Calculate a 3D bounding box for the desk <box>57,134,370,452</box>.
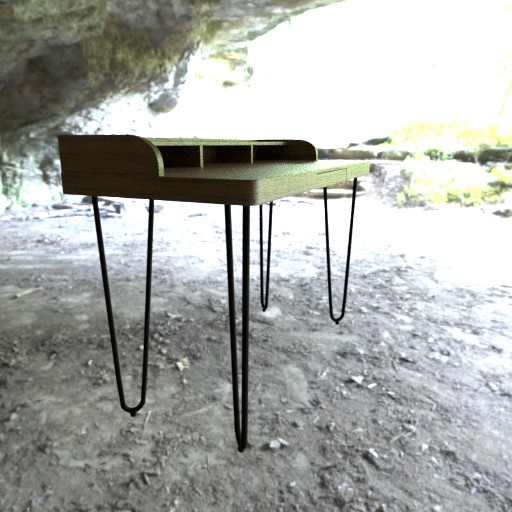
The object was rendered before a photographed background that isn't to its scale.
[{"bbox_3d":[0.000,0.000,1.651,0.565,0.854,1.200,7,16,25],"label":"desk"}]
